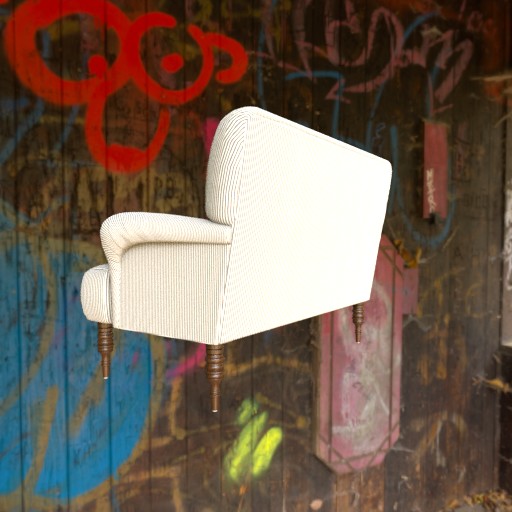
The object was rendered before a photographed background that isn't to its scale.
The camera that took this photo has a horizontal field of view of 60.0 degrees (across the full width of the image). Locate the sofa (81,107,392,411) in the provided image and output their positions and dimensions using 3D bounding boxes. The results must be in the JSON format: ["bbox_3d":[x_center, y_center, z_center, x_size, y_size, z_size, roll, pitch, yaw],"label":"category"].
[{"bbox_3d":[0.000,0.000,1.897,0.779,0.889,1.297,2,3,36],"label":"sofa"}]
